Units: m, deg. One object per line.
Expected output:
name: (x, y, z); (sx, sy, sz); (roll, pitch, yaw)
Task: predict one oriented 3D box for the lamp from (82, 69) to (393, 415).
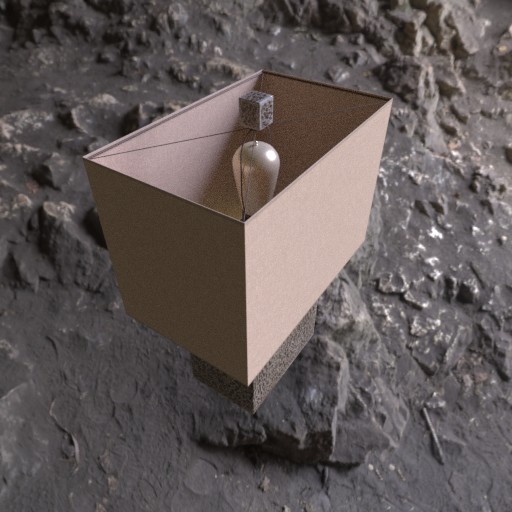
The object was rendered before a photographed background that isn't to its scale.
lamp: (0.000, 0.000, 0.568); (0.180, 0.411, 0.294); (24, 46, 25)
